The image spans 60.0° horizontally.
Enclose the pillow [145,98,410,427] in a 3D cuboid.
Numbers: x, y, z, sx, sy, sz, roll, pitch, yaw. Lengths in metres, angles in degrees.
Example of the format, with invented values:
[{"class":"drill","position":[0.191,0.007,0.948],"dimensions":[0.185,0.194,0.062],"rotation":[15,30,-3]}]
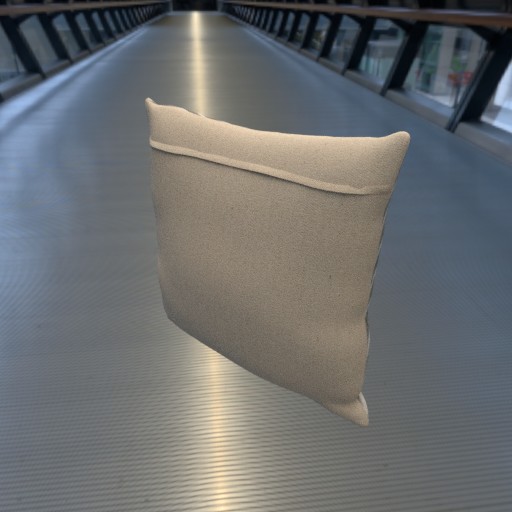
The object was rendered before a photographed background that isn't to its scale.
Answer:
[{"class":"pillow","position":[0.000,0.000,0.689],"dimensions":[0.440,0.441,0.182],"rotation":[20,35,32]}]
